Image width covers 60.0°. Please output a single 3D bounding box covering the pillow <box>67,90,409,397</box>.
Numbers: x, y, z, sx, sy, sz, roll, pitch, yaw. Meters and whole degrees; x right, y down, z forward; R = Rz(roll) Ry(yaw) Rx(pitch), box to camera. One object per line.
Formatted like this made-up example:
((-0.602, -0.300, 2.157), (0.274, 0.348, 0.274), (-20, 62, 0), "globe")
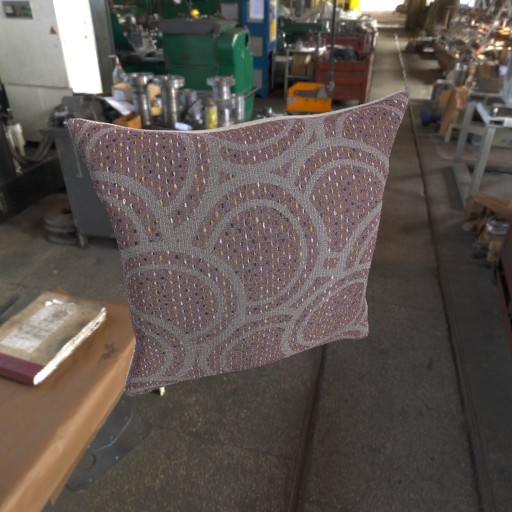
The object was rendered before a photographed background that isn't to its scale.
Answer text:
((0.000, 0.000, 0.767), (0.514, 0.513, 0.163), (-10, 33, -16), "pillow")
